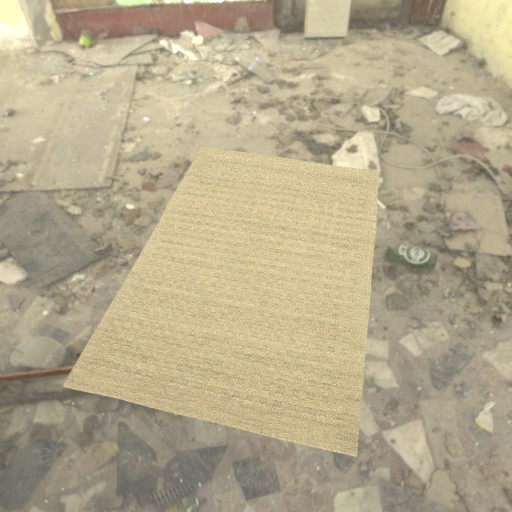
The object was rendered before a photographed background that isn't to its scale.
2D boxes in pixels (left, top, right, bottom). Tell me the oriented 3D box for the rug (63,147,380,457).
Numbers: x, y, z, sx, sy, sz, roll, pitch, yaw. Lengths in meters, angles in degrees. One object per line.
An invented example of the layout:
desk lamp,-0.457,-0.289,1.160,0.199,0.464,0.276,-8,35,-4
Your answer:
rug,0.000,0.000,2.964,1.532,0.018,2.297,10,48,9
